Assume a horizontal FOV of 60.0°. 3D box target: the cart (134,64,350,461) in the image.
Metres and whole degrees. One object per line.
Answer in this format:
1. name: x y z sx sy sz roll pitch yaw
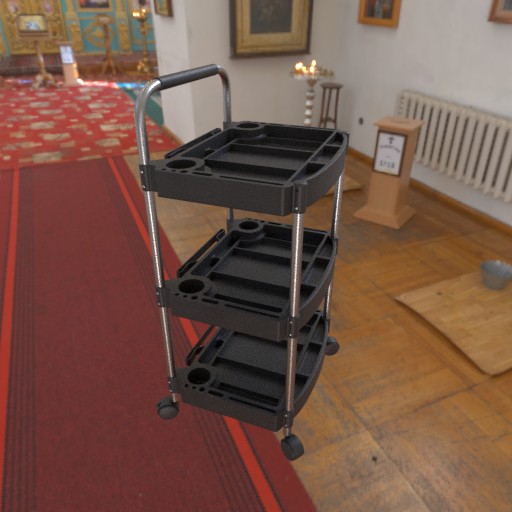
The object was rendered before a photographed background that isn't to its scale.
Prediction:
1. cart: 0.000 0.000 1.401 0.518 1.075 0.584 11 31 19
